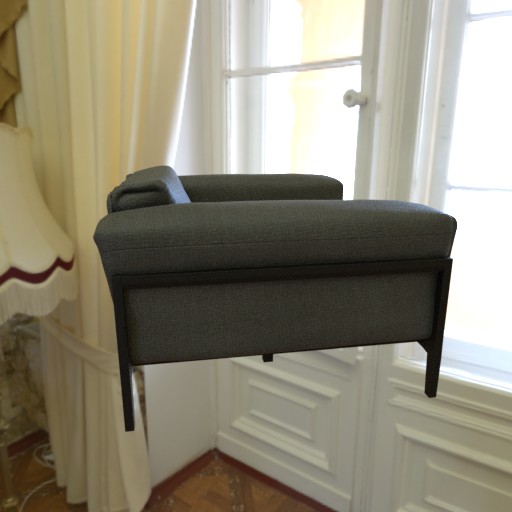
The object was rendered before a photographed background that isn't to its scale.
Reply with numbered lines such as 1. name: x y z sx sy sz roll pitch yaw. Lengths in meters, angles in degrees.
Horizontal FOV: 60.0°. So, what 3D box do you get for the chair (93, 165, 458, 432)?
1. chair: 0.000 0.000 1.657 0.969 0.646 1.056 -3 16 -10
